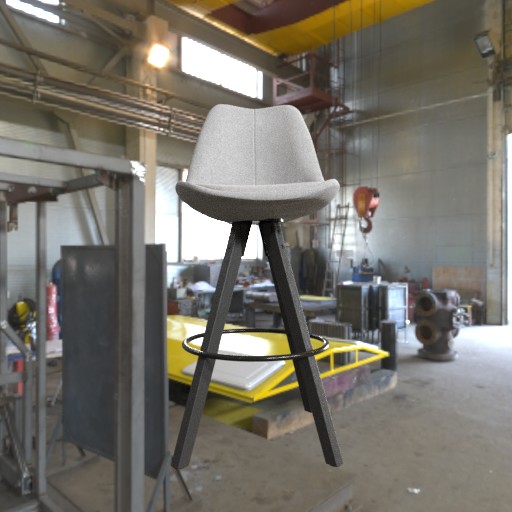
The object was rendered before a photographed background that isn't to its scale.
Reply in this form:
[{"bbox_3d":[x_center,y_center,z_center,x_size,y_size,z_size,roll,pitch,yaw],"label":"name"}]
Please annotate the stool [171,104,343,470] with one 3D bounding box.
[{"bbox_3d":[0.000,0.000,1.405,0.485,1.115,0.550,0,0,-2],"label":"stool"}]
